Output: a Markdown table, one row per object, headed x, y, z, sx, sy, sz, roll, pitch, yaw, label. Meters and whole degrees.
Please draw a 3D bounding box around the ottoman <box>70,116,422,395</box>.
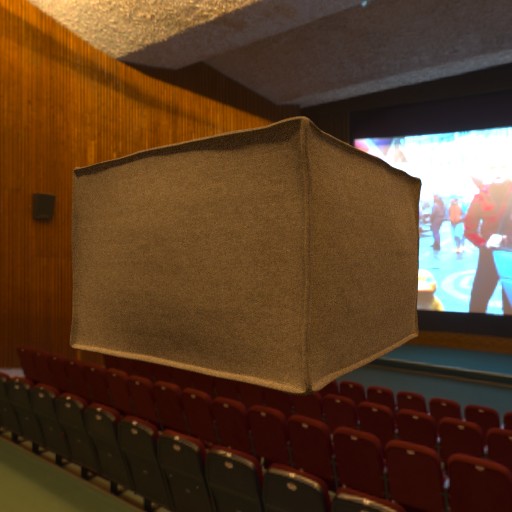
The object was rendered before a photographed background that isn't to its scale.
| x | y | z | sx | sy | sz | roll | pitch | yaw | label |
| --- | --- | --- | --- | --- | --- | --- | --- | --- | --- |
| 0.000 | 0.000 | 1.172 | 0.707 | 0.470 | 0.696 | 0 | 0 | 35 | ottoman |
